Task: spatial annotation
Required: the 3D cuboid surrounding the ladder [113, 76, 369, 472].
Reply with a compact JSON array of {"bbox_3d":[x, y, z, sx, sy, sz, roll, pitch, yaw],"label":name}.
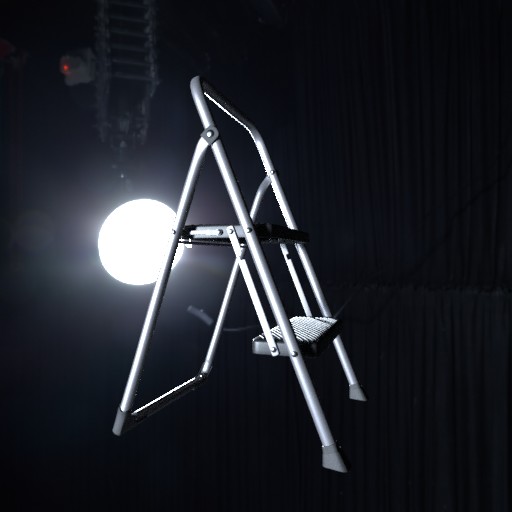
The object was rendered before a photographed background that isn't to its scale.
[{"bbox_3d":[0.000,0.000,1.011,0.472,0.720,0.430,0,0,19],"label":"ladder"}]
